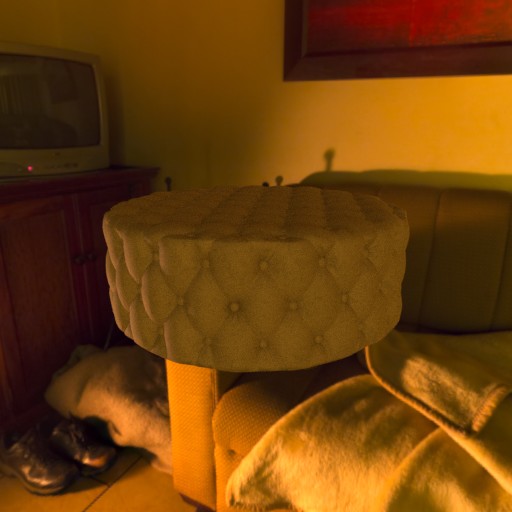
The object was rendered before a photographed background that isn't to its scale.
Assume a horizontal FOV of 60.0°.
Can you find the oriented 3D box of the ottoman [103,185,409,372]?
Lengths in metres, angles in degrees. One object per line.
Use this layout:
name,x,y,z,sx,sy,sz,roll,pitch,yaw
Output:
ottoman,0.000,0.000,1.541,0.998,0.399,0.998,0,16,0
